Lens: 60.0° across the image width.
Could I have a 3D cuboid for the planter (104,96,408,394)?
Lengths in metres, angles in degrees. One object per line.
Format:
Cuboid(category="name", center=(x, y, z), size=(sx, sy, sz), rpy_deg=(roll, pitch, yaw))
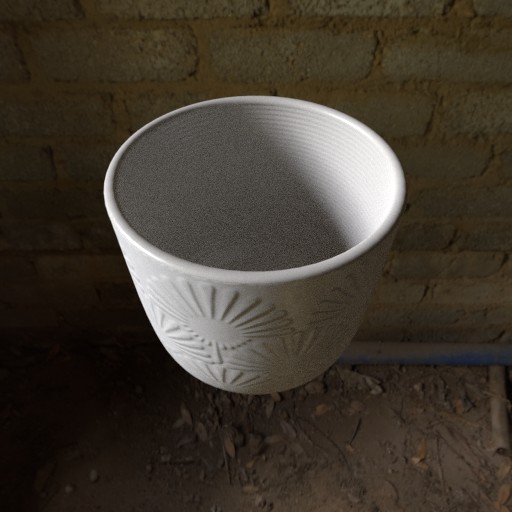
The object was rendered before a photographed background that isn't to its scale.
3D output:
Cuboid(category="planter", center=(0.000, 0.000, 0.224), size=(0.124, 0.109, 0.124), rpy_deg=(0, 47, 0))
